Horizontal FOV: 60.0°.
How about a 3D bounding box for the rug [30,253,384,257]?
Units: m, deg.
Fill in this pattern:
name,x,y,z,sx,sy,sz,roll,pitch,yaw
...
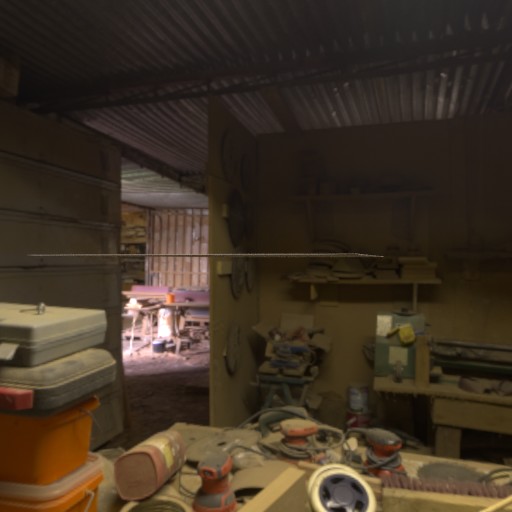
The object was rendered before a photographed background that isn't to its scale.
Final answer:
name,x,y,z,sx,sy,sz,roll,pitch,yaw
rug,0.000,0.000,2.331,1.223,0.008,1.813,0,0,18
